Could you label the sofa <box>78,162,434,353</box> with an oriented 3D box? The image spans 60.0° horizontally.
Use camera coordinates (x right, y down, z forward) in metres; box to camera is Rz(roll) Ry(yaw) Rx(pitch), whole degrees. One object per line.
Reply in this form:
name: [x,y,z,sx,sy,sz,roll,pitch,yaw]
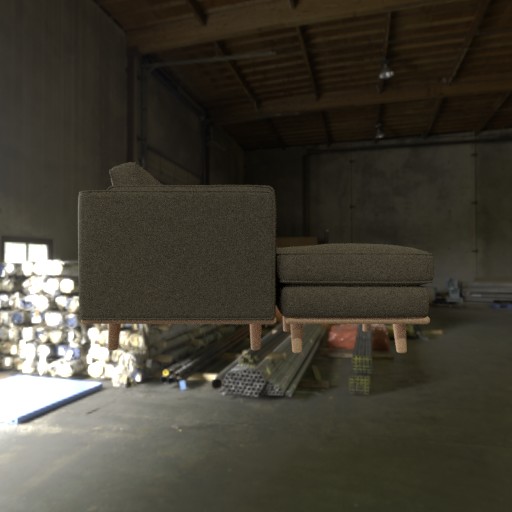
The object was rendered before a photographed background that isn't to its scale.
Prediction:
sofa: [0.000,0.000,3.115,1.604,0.929,2.411,0,-1,0]
